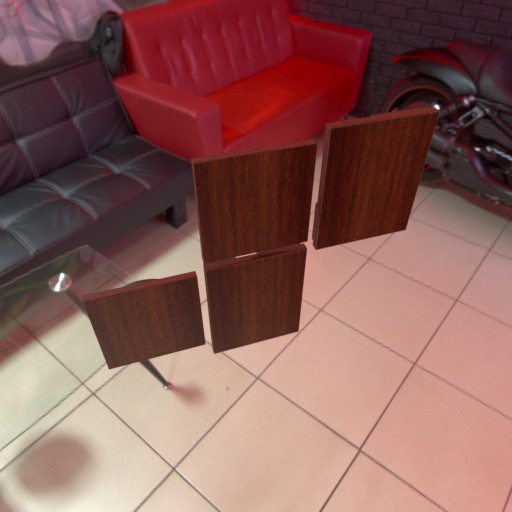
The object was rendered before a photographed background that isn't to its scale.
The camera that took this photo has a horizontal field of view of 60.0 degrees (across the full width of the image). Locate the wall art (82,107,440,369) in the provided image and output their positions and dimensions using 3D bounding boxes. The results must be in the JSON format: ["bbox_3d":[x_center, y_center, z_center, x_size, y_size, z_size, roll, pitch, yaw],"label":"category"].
[{"bbox_3d":[0.000,0.000,0.840,0.635,0.497,0.030,-12,43,-13],"label":"wall art"}]
